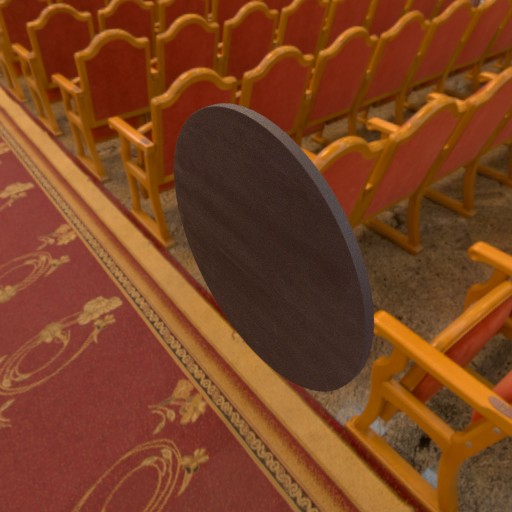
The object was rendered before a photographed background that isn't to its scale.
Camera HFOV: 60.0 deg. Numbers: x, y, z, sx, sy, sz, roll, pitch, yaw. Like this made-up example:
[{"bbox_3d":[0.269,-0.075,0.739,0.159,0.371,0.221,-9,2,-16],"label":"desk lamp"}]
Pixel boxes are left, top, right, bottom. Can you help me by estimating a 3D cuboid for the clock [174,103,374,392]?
[{"bbox_3d":[0.000,0.000,0.892,0.029,0.595,0.595,-27,48,-27],"label":"clock"}]
